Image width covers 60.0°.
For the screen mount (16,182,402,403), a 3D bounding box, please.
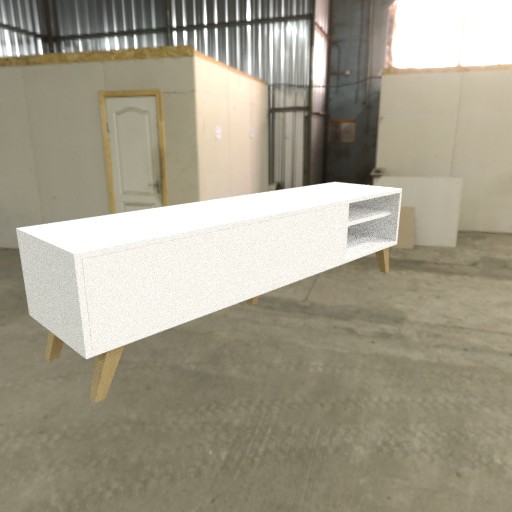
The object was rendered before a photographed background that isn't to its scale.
[{"bbox_3d":[0.000,0.000,1.816,0.399,0.432,1.644,15,22,42],"label":"screen mount"}]
